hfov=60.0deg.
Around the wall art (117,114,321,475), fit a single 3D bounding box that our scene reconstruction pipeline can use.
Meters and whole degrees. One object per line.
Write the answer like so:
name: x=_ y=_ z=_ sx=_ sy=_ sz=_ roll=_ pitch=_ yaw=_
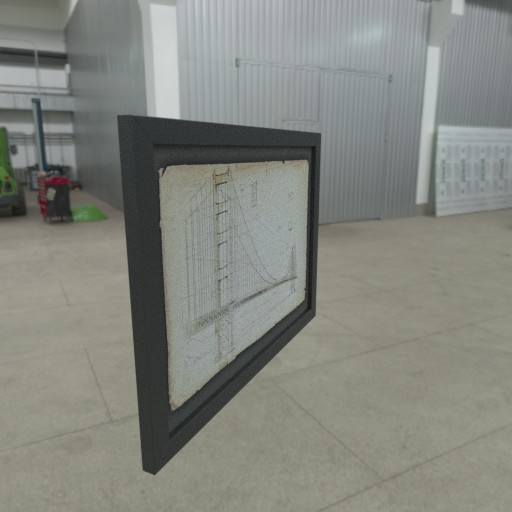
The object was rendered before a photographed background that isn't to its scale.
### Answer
wall art: x=0.000 y=0.000 z=0.549 sx=0.016 sy=0.306 sz=0.432 roll=7 pitch=15 yaw=26
